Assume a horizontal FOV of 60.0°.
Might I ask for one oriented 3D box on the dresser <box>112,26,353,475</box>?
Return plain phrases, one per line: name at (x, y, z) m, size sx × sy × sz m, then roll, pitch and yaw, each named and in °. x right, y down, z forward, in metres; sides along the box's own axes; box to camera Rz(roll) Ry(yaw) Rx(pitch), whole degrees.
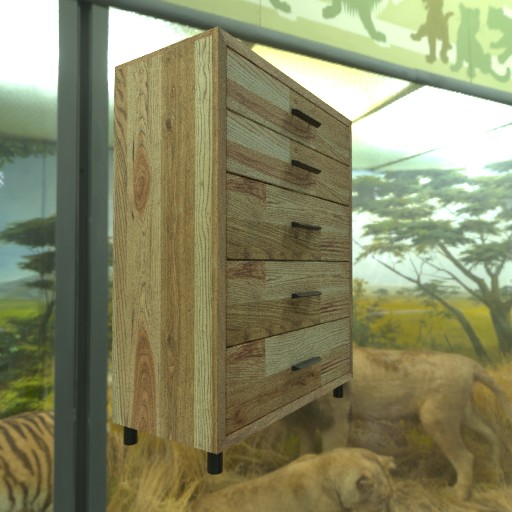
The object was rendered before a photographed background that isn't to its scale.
dresser at (0.000, 0.000, 1.717) m, size 0.480 × 1.243 × 0.966 m, roll -1°, pitch -1°, yaw 34°
